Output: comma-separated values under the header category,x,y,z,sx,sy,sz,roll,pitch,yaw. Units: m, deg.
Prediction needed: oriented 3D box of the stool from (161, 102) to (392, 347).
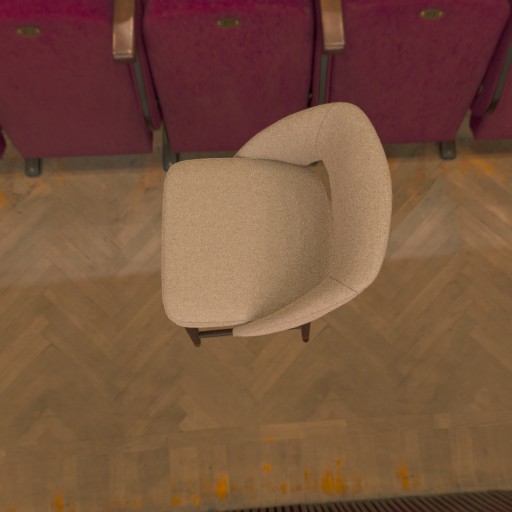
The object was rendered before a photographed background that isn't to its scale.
category,x,y,z,sx,sy,sz,roll,pitch,yaw
stool,0.000,0.000,1.322,0.509,1.037,0.494,-2,75,-1
